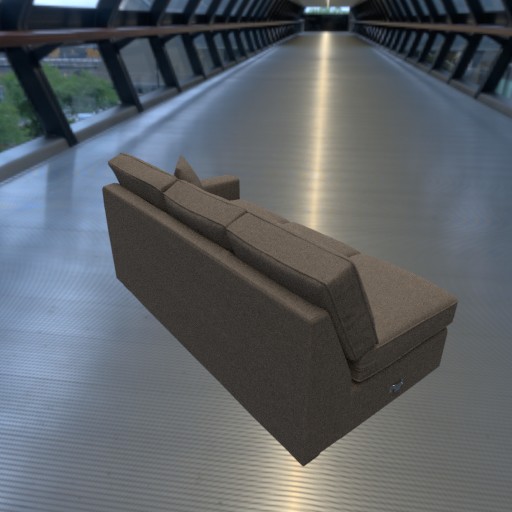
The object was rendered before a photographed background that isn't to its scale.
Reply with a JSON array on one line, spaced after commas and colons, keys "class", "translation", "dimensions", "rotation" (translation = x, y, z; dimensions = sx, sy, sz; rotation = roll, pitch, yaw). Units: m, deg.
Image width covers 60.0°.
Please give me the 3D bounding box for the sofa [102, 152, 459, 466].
[{"class": "sofa", "translation": [0.000, 0.000, 2.549], "dimensions": [1.034, 0.946, 1.963], "rotation": [-19, 33, -33]}]
